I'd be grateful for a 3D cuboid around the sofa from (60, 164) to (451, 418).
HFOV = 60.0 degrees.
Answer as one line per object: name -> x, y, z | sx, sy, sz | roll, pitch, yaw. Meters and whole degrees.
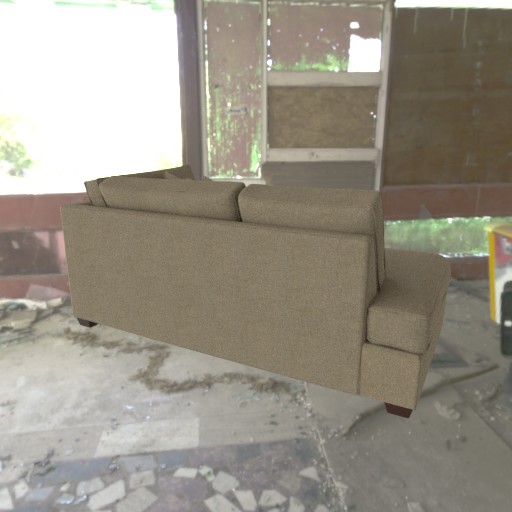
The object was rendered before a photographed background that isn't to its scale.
sofa -> 0.000, 0.000, 2.806 | 2.238, 1.019, 1.110 | 8, 18, 27
